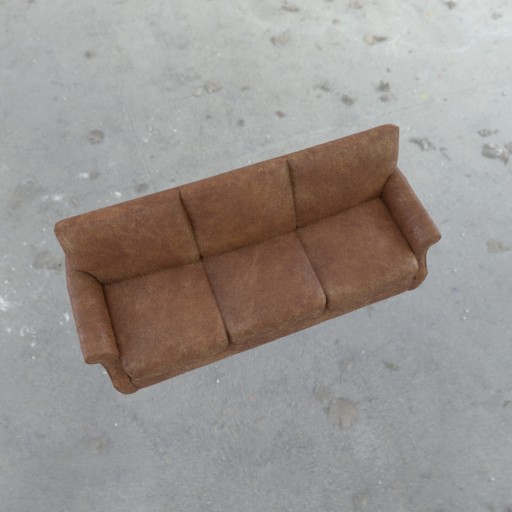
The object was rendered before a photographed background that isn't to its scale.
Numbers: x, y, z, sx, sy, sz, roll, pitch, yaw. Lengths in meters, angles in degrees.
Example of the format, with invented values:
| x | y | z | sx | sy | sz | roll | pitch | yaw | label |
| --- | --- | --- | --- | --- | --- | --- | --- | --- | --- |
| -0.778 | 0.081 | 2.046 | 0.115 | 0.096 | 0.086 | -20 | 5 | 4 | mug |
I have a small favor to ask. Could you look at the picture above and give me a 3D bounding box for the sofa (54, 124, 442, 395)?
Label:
| x | y | z | sx | sy | sz | roll | pitch | yaw | label |
| --- | --- | --- | --- | --- | --- | --- | --- | --- | --- |
| 0.000 | 0.000 | 2.925 | 2.351 | 0.977 | 0.973 | -18 | 64 | -9 | sofa |
